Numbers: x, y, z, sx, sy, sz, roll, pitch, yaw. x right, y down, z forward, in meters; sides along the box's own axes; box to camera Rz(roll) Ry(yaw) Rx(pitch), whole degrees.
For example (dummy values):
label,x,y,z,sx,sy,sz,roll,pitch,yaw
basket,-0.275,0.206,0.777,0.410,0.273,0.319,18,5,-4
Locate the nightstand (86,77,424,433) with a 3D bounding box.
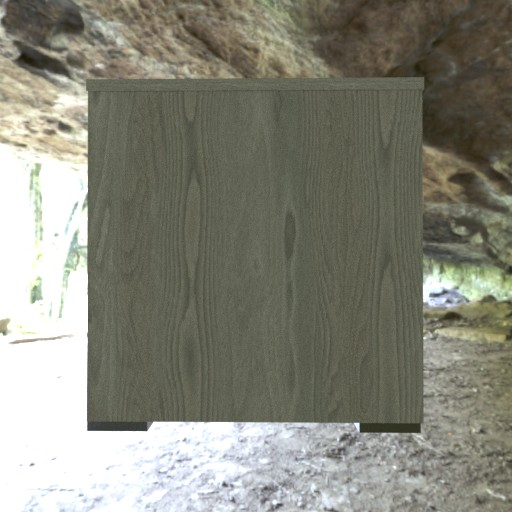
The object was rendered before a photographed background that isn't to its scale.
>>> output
label,x,y,z,sx,sy,sz,roll,pitch,yaw
nightstand,0.000,0.000,0.739,0.442,0.461,0.325,0,-1,1
